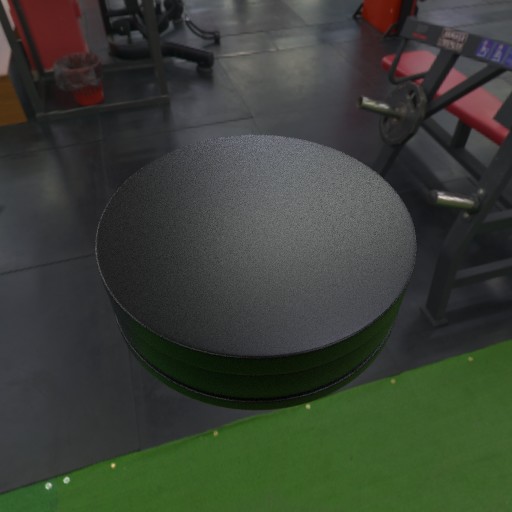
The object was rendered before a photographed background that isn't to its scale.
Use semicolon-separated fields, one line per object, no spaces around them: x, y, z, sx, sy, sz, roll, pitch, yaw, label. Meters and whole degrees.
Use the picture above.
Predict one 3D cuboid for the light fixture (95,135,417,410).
0.000;0.000;0.431;0.283;0.097;0.283;0;47;0;light fixture
